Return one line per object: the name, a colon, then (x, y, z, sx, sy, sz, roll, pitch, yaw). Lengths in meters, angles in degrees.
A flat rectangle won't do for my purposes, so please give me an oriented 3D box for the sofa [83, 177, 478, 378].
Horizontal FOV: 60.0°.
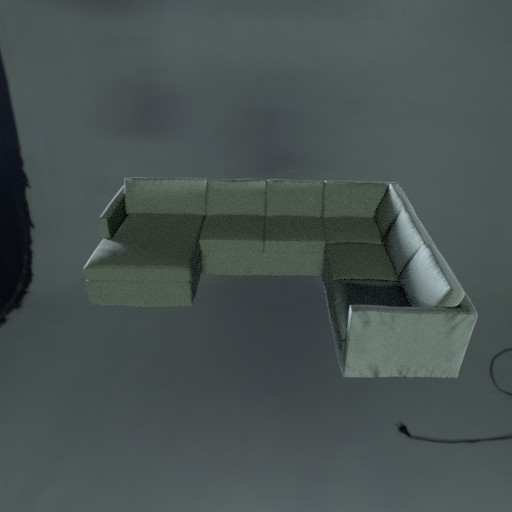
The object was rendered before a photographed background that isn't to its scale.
sofa: (0.000, 0.000, 4.531, 3.434, 0.869, 2.440, 1, 31, 2)
